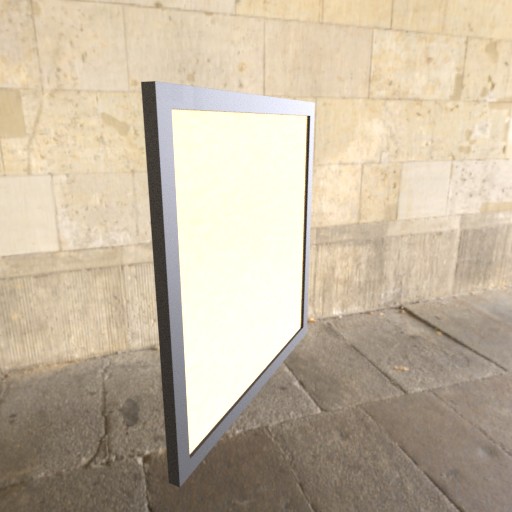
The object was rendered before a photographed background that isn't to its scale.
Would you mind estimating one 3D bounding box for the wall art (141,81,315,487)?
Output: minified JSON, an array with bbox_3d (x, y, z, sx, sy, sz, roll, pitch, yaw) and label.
[{"bbox_3d":[0.000,0.000,0.521,0.013,0.356,0.356,8,18,25],"label":"wall art"}]
